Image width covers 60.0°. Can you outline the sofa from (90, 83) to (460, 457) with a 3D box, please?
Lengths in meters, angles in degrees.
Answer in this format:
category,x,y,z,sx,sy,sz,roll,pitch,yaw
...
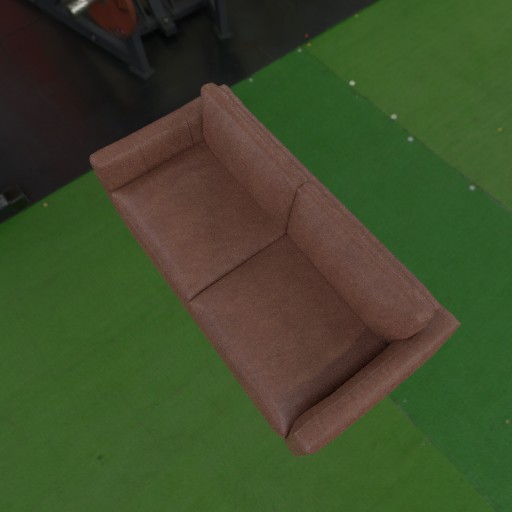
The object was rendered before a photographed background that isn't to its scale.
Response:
category,x,y,z,sx,sy,sz,roll,pitch,yaw
sofa,0.000,0.000,2.287,0.899,0.883,1.797,-35,69,-15
